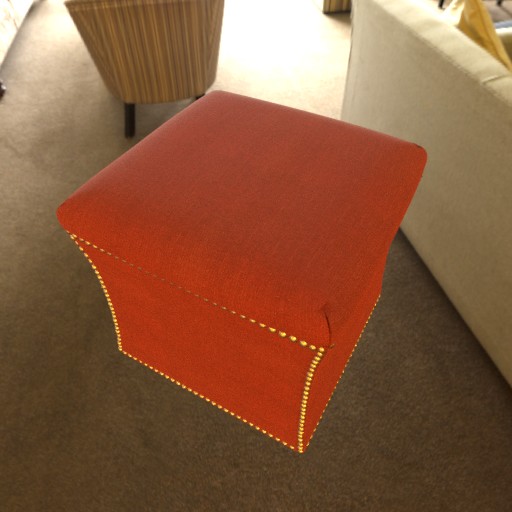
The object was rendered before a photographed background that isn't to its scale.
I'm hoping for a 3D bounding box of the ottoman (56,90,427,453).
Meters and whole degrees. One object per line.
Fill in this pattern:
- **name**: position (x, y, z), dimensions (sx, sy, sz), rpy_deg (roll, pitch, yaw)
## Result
- **ottoman**: position (0.000, 0.000, 0.921), dimensions (0.507, 0.475, 0.497), rpy_deg (22, 50, 20)
